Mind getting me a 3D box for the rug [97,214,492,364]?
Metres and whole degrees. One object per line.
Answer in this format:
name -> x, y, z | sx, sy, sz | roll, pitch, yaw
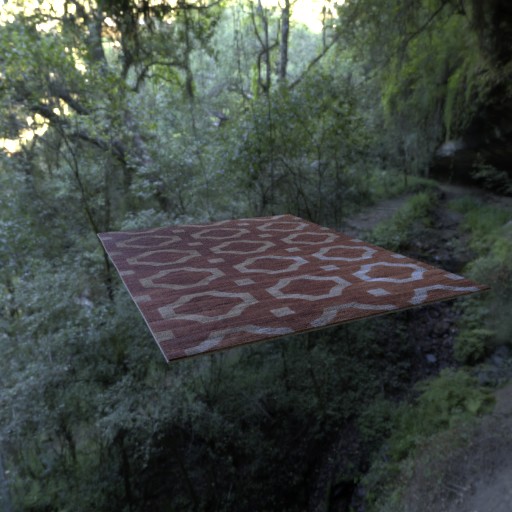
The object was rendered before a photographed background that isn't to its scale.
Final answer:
rug -> 0.000, 0.000, 4.118 | 2.466, 0.021, 3.049 | -8, 19, -24
